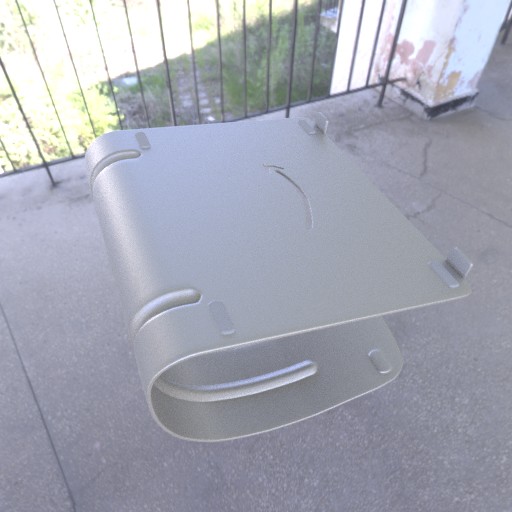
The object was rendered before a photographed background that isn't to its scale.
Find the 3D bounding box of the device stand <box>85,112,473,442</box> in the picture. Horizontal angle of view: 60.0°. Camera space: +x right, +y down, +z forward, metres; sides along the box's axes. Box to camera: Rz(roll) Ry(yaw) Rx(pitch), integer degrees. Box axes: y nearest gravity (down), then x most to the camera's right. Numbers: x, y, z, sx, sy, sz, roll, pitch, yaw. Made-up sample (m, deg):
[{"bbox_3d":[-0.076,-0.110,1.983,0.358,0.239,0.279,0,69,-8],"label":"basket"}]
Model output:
[{"bbox_3d":[0.000,0.000,0.390,0.236,0.155,0.256,-17,50,-15],"label":"device stand"}]
